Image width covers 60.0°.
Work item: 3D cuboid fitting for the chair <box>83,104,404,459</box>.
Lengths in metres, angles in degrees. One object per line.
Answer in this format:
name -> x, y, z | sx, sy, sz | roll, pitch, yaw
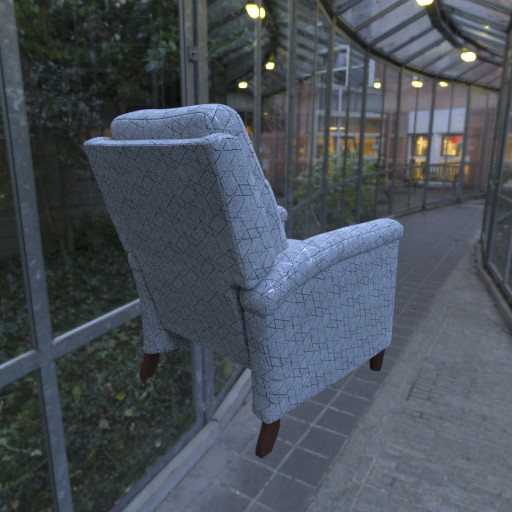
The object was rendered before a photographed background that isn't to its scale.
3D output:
chair -> 0.000, 0.000, 1.702 | 0.753, 1.048, 0.987 | 13, 19, 43
